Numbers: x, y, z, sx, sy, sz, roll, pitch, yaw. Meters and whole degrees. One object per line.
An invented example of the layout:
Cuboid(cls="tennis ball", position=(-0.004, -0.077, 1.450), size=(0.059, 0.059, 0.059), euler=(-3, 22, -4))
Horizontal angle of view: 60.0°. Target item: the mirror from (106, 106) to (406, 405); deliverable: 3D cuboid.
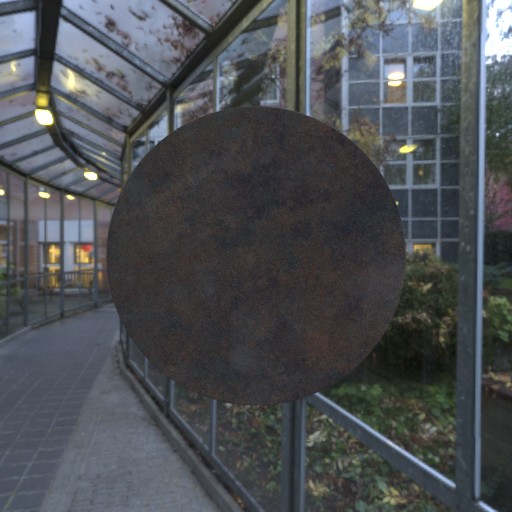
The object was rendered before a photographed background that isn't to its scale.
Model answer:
Cuboid(cls="mirror", position=(0.000, 0.000, 0.896), size=(0.585, 0.585, 0.061), euler=(0, 0, 0))
